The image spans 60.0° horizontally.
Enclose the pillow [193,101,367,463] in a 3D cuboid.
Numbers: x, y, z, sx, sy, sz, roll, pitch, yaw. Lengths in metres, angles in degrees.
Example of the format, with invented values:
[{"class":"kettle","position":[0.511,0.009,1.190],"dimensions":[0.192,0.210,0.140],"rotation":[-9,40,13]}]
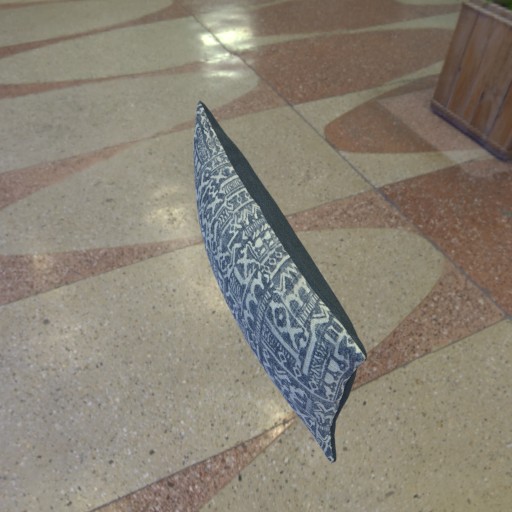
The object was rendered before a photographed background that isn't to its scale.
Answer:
[{"class":"pillow","position":[0.000,0.000,0.765],"dimensions":[0.148,0.292,0.631],"rotation":[-16,48,-15]}]
